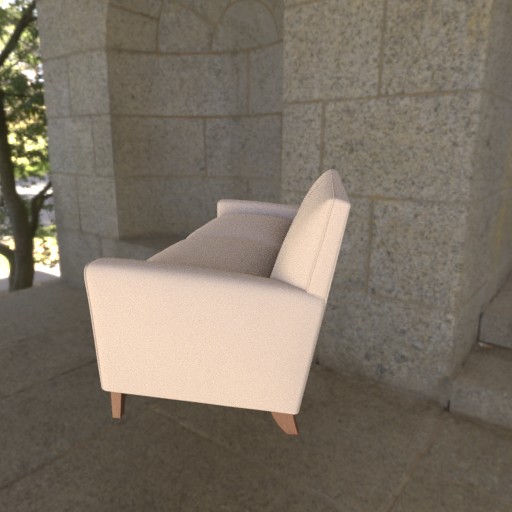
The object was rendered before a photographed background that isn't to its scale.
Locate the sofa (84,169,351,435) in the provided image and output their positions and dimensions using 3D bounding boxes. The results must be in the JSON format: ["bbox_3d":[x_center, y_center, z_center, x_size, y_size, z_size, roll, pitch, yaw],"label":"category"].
[{"bbox_3d":[0.000,0.000,2.394,0.875,0.846,2.000,2,14,9],"label":"sofa"}]
